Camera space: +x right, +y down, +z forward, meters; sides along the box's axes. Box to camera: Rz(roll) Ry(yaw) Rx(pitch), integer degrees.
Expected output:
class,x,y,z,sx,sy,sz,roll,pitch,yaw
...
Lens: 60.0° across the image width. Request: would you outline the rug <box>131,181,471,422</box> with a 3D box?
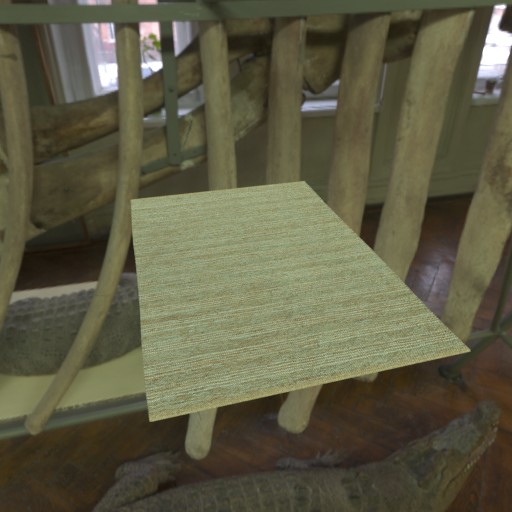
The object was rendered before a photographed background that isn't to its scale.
class,x,y,z,sx,sy,sz,roll,pitch,yaw
rug,0.000,0.000,2.342,1.240,0.010,1.824,-8,32,-13
